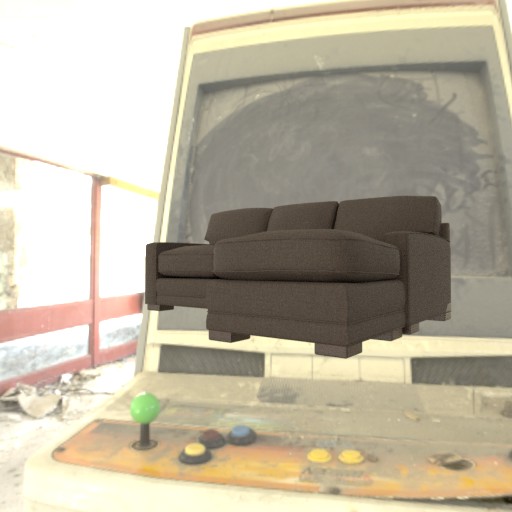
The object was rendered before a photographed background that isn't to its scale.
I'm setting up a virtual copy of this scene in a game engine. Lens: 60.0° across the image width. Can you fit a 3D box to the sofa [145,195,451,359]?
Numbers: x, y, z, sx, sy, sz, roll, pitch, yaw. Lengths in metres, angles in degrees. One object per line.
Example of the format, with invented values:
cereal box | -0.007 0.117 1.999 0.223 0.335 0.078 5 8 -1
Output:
sofa | 0.000 0.000 3.355 2.370 0.973 1.790 -1 -1 37
